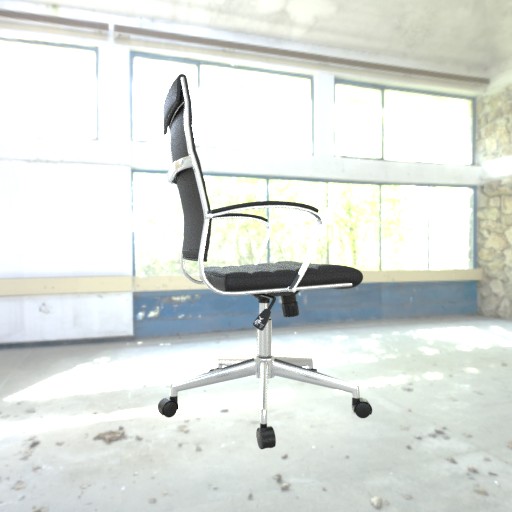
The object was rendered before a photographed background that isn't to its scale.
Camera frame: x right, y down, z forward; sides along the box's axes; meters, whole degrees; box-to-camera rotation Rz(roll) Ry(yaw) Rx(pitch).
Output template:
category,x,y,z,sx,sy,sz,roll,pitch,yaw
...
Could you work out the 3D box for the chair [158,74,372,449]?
category,x,y,z,sx,sy,sz,roll,pitch,yaw
chair,0.000,0.000,1.690,0.739,1.149,0.766,0,1,-17
